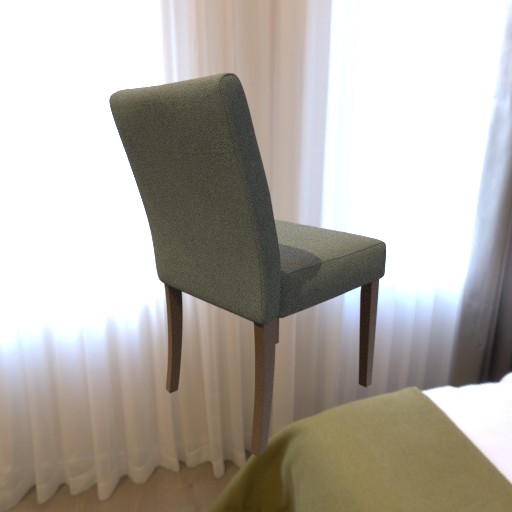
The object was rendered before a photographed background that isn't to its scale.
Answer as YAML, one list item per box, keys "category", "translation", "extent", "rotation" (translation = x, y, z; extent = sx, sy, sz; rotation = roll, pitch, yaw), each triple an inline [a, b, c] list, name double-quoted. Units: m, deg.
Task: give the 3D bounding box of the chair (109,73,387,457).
- category: "chair"
  translation: [0.000, 0.000, 1.252]
  extent: [0.629, 0.882, 0.487]
  rotation: [-14, 21, -42]
